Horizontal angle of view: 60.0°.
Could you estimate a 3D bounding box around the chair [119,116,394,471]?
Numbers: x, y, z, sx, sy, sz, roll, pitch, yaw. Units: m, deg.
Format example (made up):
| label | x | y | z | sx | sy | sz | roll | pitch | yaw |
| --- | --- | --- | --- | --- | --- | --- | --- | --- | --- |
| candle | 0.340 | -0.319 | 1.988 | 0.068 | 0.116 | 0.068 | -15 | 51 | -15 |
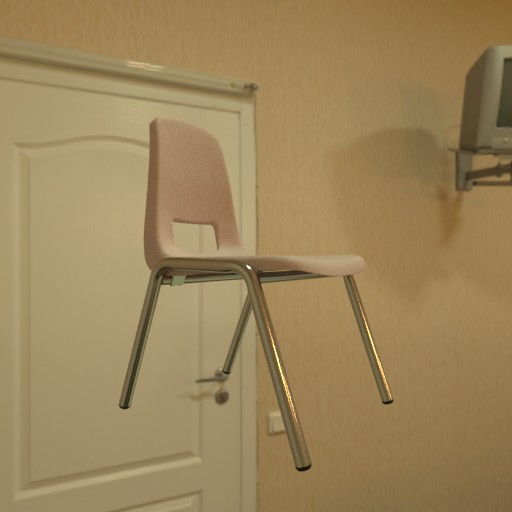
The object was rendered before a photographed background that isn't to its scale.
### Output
| label | x | y | z | sx | sy | sz | roll | pitch | yaw |
| --- | --- | --- | --- | --- | --- | --- | --- | --- | --- |
| chair | 0.000 | 0.000 | 0.857 | 0.423 | 0.586 | 0.354 | 0 | 0 | 36 |
